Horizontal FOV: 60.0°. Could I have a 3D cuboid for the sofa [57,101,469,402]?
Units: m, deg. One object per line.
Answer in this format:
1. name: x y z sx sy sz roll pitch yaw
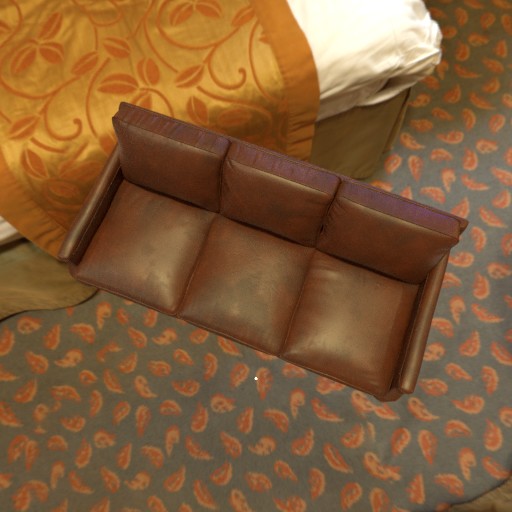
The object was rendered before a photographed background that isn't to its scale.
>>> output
1. sofa: 0.000 0.000 2.790 2.240 1.003 1.084 20 76 5
